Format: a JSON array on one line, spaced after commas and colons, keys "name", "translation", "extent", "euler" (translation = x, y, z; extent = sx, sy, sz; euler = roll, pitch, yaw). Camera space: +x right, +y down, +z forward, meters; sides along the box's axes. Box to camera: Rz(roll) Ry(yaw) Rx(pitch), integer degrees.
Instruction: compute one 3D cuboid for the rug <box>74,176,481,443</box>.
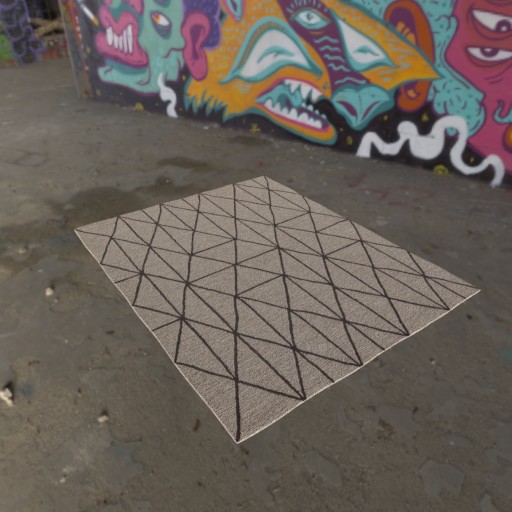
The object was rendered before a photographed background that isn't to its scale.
[{"name": "rug", "translation": [0.000, 0.000, 4.128], "extent": [2.468, 0.022, 3.061], "euler": [-21, 38, -29]}]
